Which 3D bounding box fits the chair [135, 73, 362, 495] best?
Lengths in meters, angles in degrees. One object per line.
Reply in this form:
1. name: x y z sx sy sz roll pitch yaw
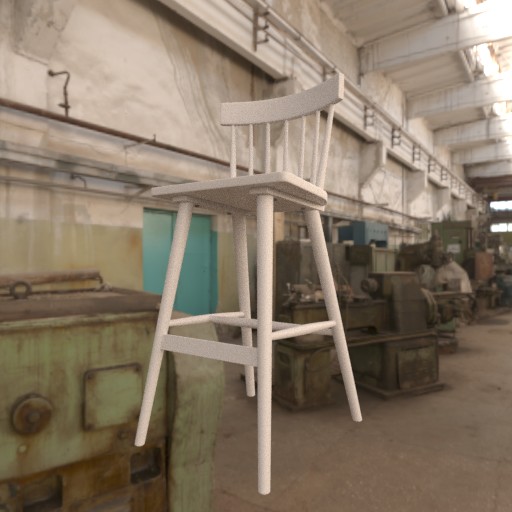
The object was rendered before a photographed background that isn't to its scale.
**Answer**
1. chair: 0.000 0.000 1.368 0.483 1.092 0.572 0 0 36
